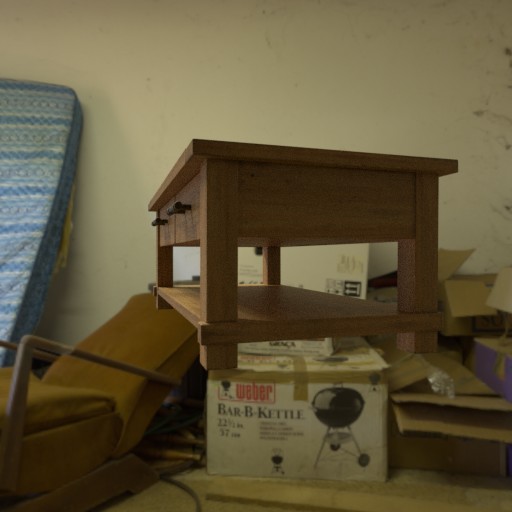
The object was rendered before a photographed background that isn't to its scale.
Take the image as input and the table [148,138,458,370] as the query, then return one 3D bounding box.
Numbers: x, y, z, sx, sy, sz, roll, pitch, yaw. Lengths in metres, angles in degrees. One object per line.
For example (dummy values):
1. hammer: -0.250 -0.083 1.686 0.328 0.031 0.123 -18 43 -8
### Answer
1. table: 0.000 0.000 1.627 0.693 0.494 1.270 0 0 -18
